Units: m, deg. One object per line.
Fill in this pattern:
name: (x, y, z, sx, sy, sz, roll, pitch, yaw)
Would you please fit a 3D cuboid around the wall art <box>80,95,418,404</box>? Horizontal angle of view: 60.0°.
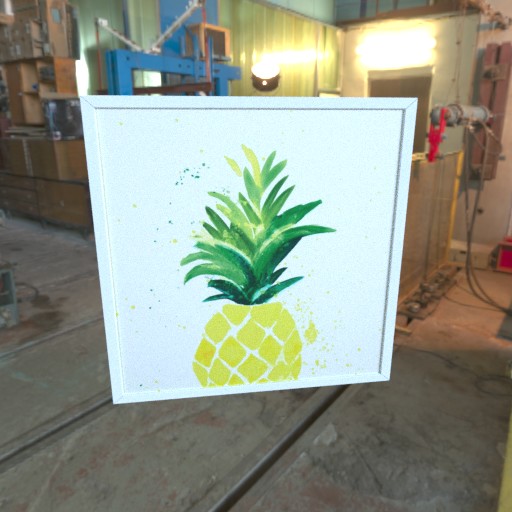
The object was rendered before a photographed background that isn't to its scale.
wall art: (0.000, 0.000, 0.751, 0.508, 0.507, 0.035, -2, 17, -8)
